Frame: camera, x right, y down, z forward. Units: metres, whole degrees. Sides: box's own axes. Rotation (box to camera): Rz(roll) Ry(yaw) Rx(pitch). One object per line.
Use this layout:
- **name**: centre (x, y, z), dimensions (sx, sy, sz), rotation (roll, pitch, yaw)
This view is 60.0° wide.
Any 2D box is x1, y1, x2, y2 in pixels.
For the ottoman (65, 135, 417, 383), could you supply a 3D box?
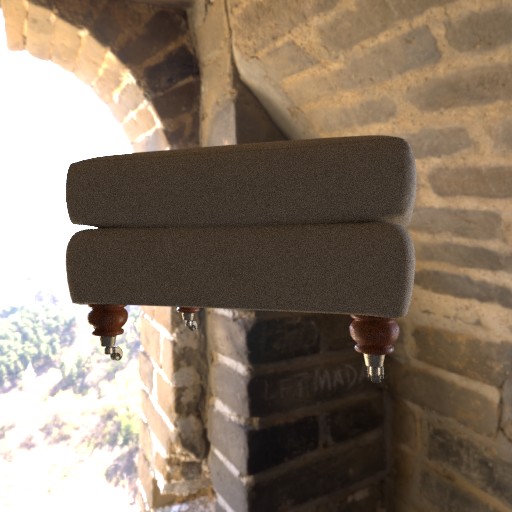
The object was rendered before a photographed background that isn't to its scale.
- **ottoman**: centre (0.000, 0.000, 1.150), dimensions (0.773, 0.504, 0.569), rotation (0, 0, 18)
